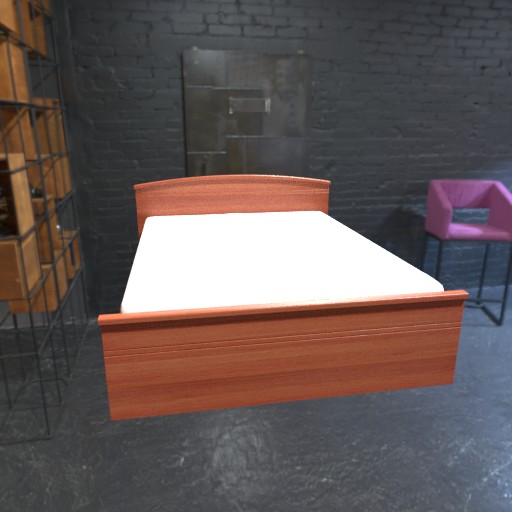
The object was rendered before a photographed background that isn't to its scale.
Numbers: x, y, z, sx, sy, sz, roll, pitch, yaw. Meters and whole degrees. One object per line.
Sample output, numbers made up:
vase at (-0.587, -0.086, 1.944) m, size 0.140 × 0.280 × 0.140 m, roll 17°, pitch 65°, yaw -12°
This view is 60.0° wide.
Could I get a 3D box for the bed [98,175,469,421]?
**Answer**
bed at (0.000, 0.000, 2.948) m, size 1.683 × 0.848 × 2.053 m, roll -3°, pitch 17°, yaw -10°
